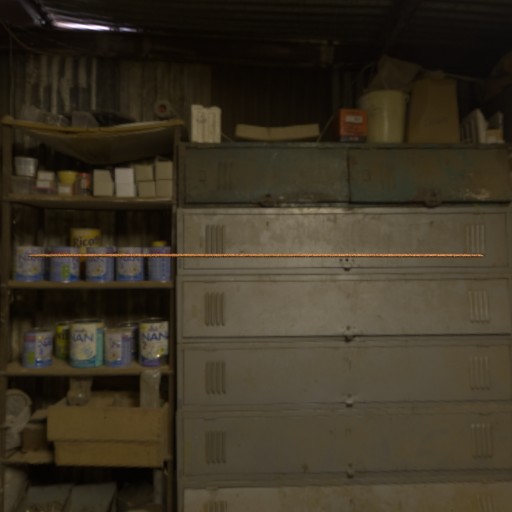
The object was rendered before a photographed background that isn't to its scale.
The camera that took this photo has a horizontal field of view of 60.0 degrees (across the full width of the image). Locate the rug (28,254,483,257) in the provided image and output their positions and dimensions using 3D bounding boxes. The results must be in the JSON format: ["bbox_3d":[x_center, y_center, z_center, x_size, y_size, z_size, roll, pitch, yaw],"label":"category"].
[{"bbox_3d":[0.000,0.000,2.041,1.820,0.013,0.556,0,0,-1],"label":"rug"}]
